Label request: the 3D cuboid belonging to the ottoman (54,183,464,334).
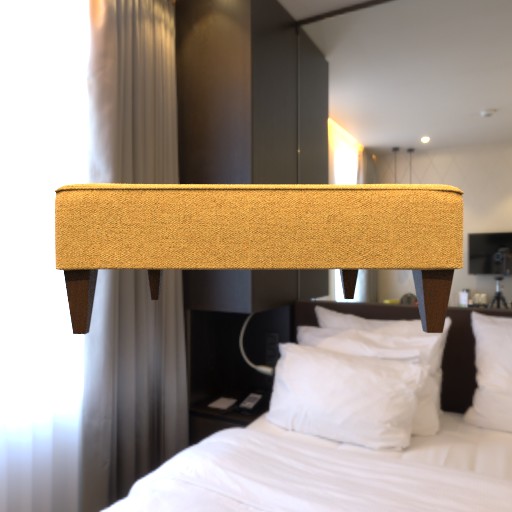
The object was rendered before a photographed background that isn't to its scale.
[{"bbox_3d":[0.000,0.000,1.509,0.970,0.378,0.981,0,0,-1],"label":"ottoman"}]
